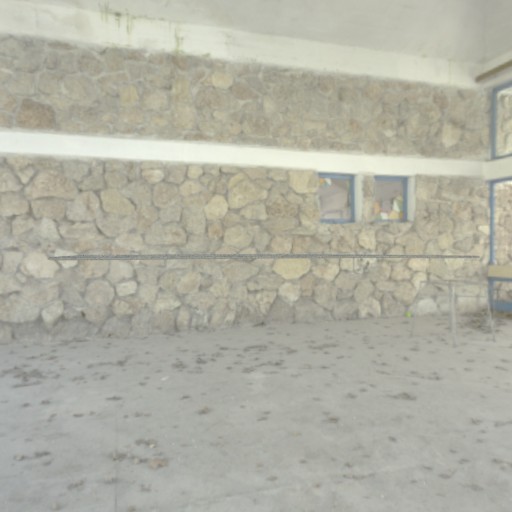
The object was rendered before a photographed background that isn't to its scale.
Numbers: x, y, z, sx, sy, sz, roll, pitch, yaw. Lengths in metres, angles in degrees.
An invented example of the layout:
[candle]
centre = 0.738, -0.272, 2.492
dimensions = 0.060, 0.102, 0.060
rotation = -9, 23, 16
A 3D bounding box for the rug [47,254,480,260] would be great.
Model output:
[rug]
centre = 0.000, 0.000, 3.160
dimensions = 2.498, 0.022, 1.535
rotation = 0, 1, -16
